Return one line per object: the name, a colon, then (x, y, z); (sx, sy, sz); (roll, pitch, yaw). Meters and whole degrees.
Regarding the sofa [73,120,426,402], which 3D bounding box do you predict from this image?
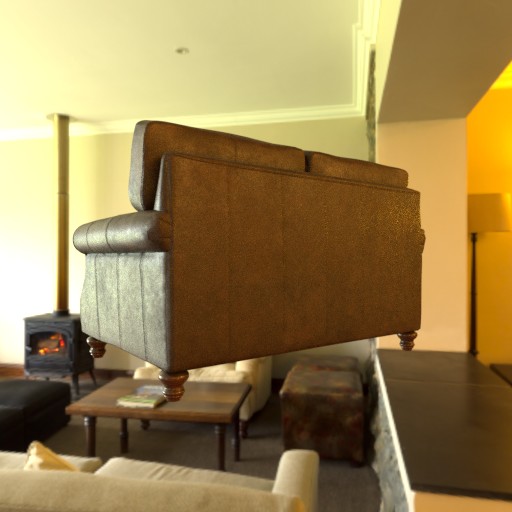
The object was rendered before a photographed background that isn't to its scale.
sofa: (0.000, 0.000, 2.241); (1.616, 0.976, 0.990); (0, 0, -37)
